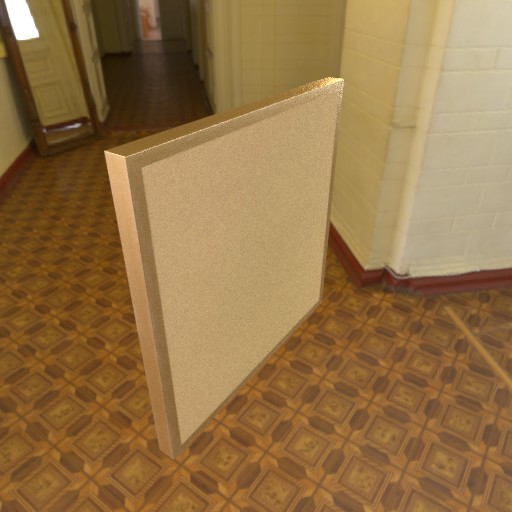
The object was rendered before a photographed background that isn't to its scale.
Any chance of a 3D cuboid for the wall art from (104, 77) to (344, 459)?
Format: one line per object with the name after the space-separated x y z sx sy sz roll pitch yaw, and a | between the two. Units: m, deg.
0.000 0.000 0.770 0.033 0.509 0.510 20 37 29 | wall art
